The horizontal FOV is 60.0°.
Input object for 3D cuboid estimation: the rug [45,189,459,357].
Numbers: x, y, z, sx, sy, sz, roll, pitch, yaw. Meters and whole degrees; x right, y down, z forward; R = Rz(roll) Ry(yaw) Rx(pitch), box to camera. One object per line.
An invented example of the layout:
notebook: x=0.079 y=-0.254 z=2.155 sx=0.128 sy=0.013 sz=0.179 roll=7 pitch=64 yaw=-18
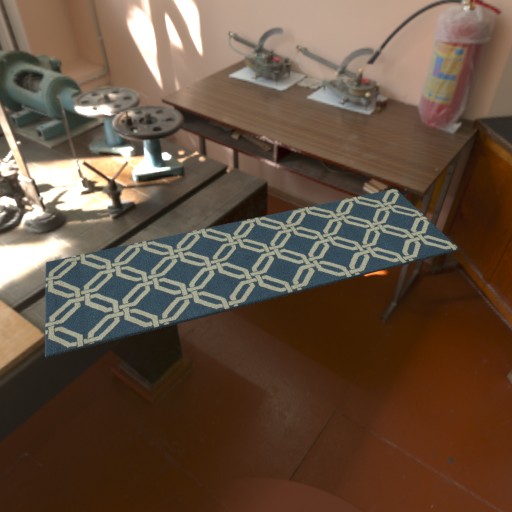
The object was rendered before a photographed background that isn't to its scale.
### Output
rug: x=0.000 y=0.000 z=2.539 sx=2.276 sy=0.014 sz=0.678 roll=-13 pitch=43 yaw=-14
